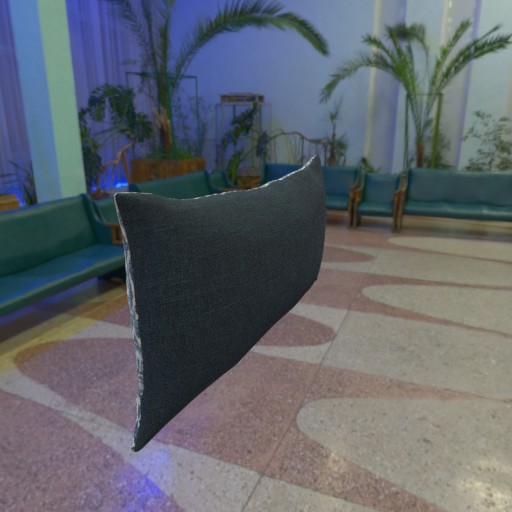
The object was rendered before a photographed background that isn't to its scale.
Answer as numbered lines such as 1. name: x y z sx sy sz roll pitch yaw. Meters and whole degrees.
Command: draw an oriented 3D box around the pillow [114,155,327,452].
1. pillow: 0.000 0.000 0.726 0.148 0.292 0.631 8 19 25
